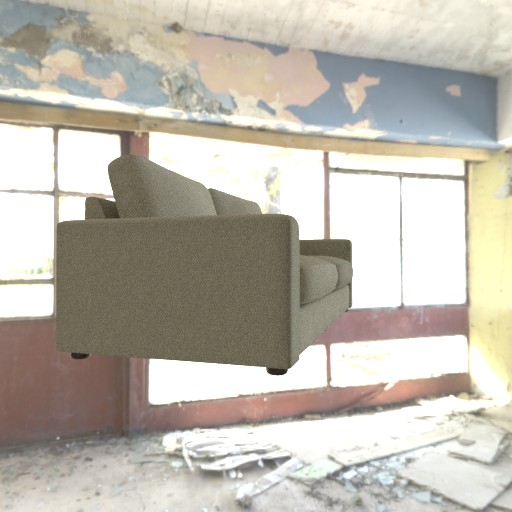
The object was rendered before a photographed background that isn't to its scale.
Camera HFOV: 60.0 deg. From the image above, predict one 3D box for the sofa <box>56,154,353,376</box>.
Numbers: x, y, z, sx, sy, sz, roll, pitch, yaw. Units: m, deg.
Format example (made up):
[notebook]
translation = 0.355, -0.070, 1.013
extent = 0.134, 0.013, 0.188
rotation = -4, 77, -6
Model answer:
[sofa]
translation = 0.000, 0.000, 2.674
extent = 1.016, 0.873, 2.179
rotation = 0, -1, 18
